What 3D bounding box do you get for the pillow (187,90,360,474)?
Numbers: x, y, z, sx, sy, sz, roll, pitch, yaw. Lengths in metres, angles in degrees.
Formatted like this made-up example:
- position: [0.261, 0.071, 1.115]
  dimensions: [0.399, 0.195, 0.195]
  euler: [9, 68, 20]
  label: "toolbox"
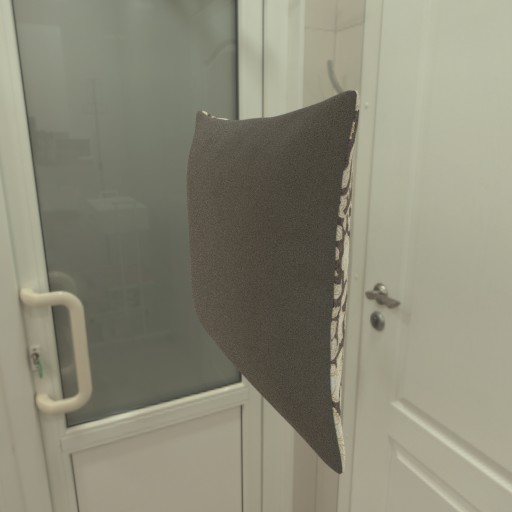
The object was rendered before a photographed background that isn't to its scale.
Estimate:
- position: [0.000, 0.000, 0.776]
  dimensions: [0.166, 0.507, 0.526]
  euler: [-7, 17, -25]
  label: "pillow"
